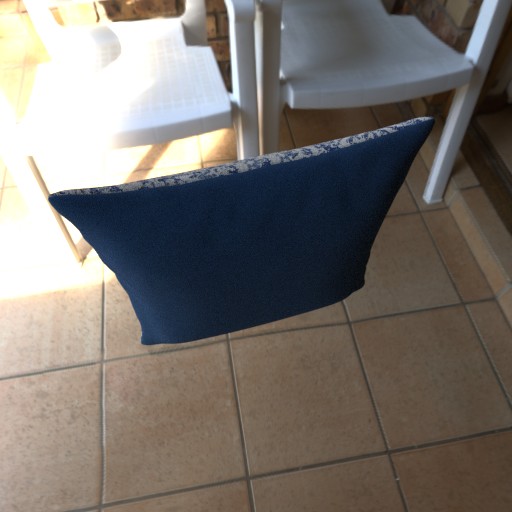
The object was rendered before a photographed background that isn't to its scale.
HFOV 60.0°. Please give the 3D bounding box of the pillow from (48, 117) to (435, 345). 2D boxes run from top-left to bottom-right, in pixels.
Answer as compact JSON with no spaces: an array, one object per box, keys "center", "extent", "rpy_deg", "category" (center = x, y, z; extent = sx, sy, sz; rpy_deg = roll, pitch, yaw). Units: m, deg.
[{"center":[0.000,0.000,0.786],"extent":[0.523,0.510,0.166],"rpy_deg":[-13,59,-8],"category":"pillow"}]
